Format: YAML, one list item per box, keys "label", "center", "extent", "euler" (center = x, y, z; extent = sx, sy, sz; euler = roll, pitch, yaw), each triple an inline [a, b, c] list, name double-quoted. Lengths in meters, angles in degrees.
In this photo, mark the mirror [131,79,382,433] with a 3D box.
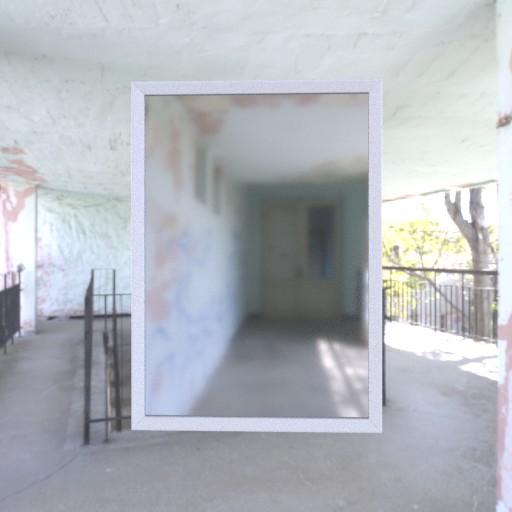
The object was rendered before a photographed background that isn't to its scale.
- label: "mirror"
  center: [0.000, 0.000, 0.915]
  extent: [0.507, 0.710, 0.039]
  euler: [0, 0, 2]
